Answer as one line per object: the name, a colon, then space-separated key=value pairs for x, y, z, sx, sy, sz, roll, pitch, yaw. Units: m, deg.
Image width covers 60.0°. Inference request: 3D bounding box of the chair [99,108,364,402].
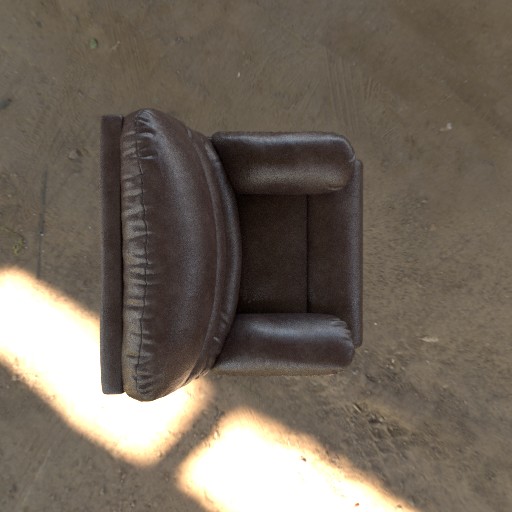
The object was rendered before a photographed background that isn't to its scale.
chair: x=0.000 y=0.000 z=1.678 sx=0.879 sy=1.041 sz=0.940 roll=0 pitch=91 yaw=-1
